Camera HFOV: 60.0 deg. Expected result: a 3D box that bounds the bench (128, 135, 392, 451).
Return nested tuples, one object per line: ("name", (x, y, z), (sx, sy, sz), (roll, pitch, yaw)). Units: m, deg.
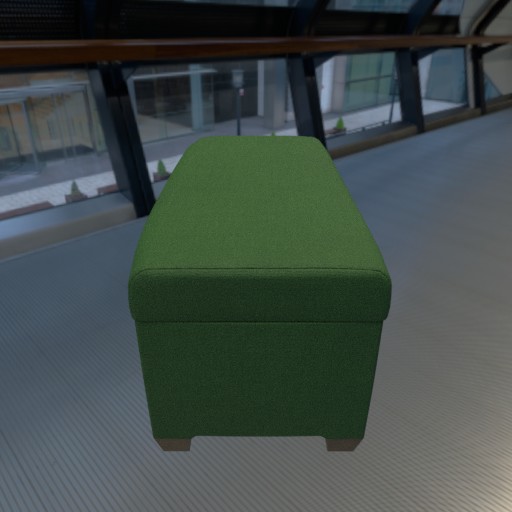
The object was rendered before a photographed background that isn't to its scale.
("bench", (0.000, 0.000, 1.294), (0.505, 0.501, 0.989), (0, 28, 0))
